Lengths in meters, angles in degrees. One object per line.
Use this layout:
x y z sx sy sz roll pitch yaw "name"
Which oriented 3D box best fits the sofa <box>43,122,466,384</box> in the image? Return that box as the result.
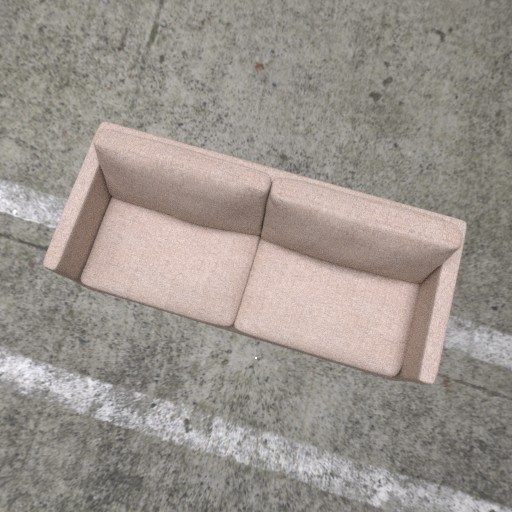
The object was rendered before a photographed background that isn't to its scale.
0.000 0.000 2.701 2.208 0.965 0.951 16 78 4 "sofa"
